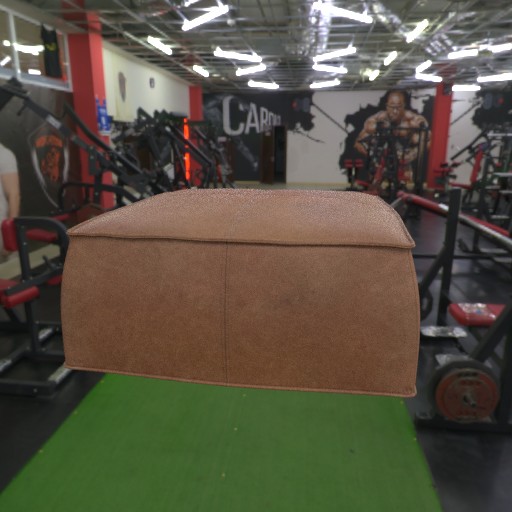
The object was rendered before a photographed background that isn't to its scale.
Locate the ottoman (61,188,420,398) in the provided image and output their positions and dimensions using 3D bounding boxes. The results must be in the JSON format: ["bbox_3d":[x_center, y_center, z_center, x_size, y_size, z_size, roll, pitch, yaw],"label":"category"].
[{"bbox_3d":[0.000,0.000,1.405,0.902,0.395,0.901,2,15,9],"label":"ottoman"}]
